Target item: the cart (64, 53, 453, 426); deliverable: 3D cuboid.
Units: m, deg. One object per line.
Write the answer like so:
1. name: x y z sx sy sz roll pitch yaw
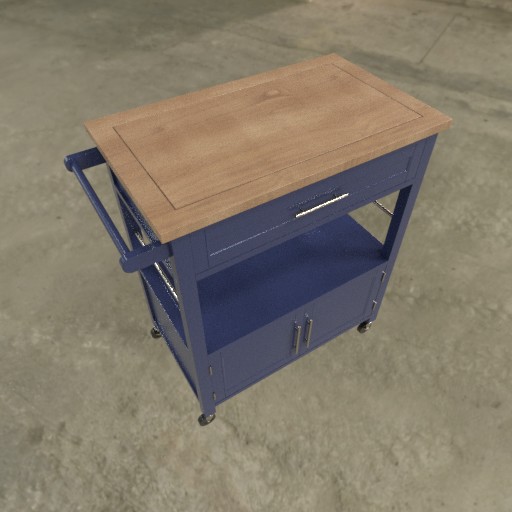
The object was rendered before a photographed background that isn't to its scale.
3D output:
1. cart: 0.000 0.000 1.377 0.840 0.901 0.459 -24 51 -21
